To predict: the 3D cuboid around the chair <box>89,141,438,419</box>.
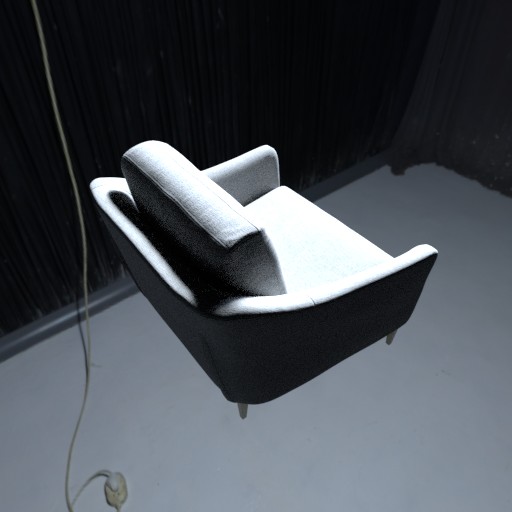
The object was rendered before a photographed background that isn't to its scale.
[{"bbox_3d":[0.000,0.000,1.754,0.961,0.902,0.986,-27,49,-27],"label":"chair"}]
